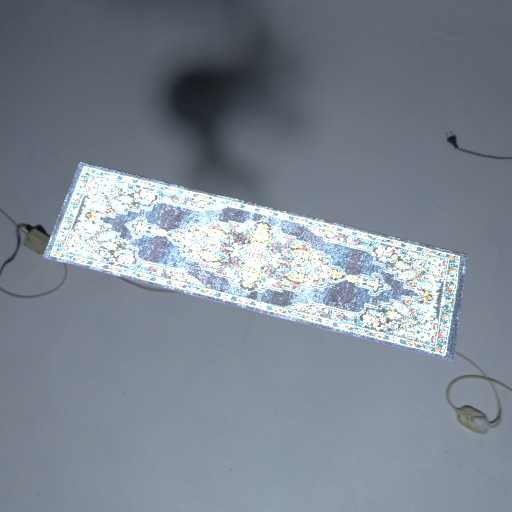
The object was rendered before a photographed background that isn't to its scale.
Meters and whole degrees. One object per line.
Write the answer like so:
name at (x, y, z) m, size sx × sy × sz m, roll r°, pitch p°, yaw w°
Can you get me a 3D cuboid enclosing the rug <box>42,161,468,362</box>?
rug at (0.000, 0.000, 2.447) m, size 2.283 × 0.016 × 0.602 m, roll 14°, pitch 76°, yaw 3°
